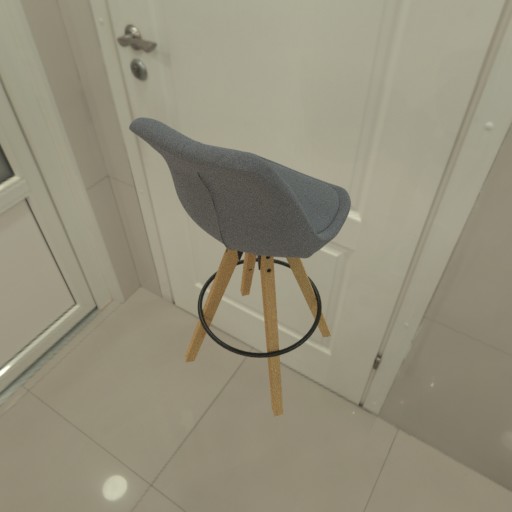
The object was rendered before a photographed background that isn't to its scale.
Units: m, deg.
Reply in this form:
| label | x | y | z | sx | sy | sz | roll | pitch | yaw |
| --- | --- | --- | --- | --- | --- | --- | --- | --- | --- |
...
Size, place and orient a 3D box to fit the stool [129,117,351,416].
| label | x | y | z | sx | sy | sz | roll | pitch | yaw |
| --- | --- | --- | --- | --- | --- | --- | --- | --- | --- |
| stool | 0.000 | 0.000 | 1.424 | 0.485 | 1.115 | 0.550 | 25 | 51 | 22 |
